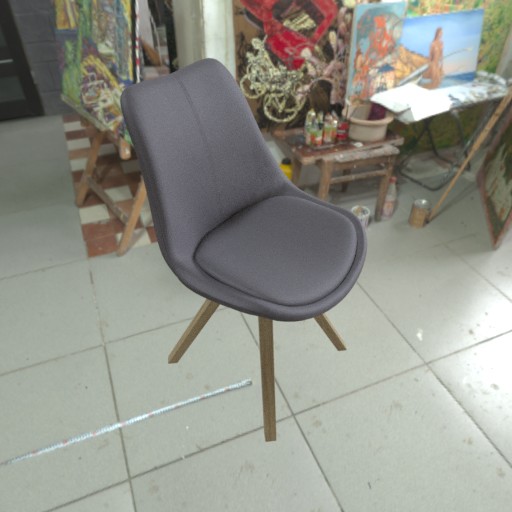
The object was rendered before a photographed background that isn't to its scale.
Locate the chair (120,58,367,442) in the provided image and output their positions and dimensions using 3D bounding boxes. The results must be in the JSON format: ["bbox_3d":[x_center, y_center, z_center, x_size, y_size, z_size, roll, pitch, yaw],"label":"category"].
[{"bbox_3d":[0.000,0.000,1.194,0.547,0.865,0.483,27,48,28],"label":"chair"}]
